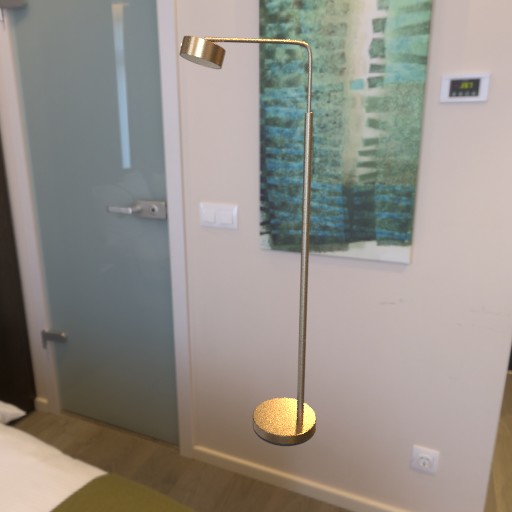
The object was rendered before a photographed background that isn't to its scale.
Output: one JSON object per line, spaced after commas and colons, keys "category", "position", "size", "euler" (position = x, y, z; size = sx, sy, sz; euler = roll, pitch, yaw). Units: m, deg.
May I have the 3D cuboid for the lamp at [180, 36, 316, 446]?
{"category": "lamp", "position": [0.000, 0.000, 1.380], "size": [0.418, 1.230, 0.219], "euler": [-2, 15, -6]}
